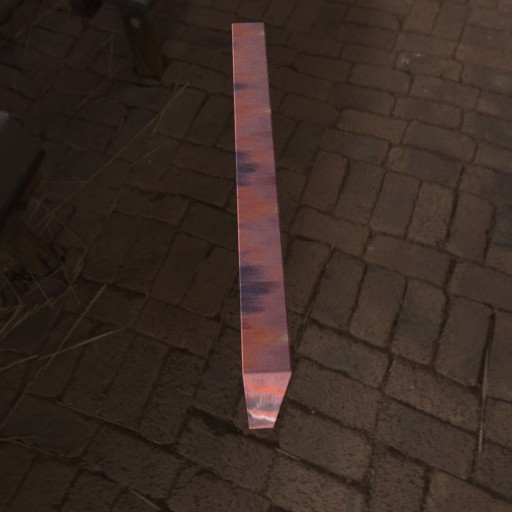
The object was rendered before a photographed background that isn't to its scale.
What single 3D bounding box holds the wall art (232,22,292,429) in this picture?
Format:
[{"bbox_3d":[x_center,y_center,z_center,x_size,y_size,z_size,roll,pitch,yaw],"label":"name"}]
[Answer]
[{"bbox_3d":[0.000,0.000,0.606,0.038,0.406,0.403,-2,63,-1],"label":"wall art"}]
